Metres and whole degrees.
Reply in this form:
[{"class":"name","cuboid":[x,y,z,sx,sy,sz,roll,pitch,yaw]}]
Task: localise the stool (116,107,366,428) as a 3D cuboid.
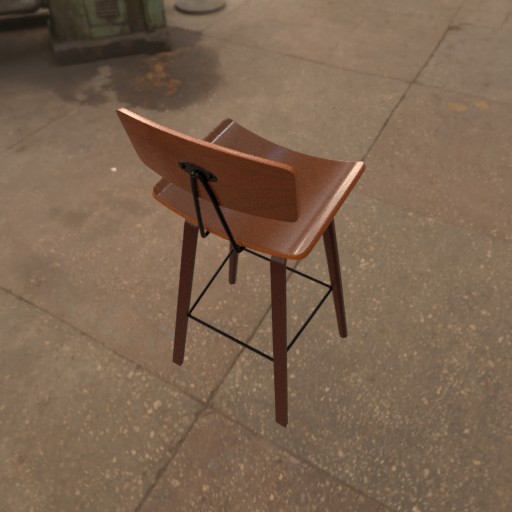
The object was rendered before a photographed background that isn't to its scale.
[{"class":"stool","cuboid":[0.000,0.000,1.209,0.509,0.969,0.440,24,52,21]}]
